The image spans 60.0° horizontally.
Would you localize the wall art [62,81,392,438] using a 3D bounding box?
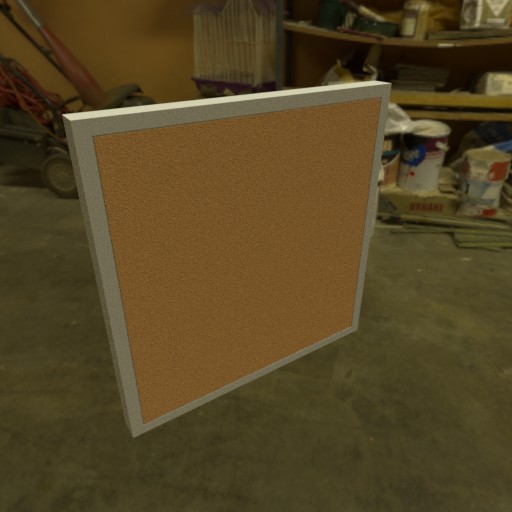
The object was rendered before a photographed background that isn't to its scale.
[{"bbox_3d":[0.000,0.000,0.736,0.506,0.506,0.038,-18,34,-29],"label":"wall art"}]
